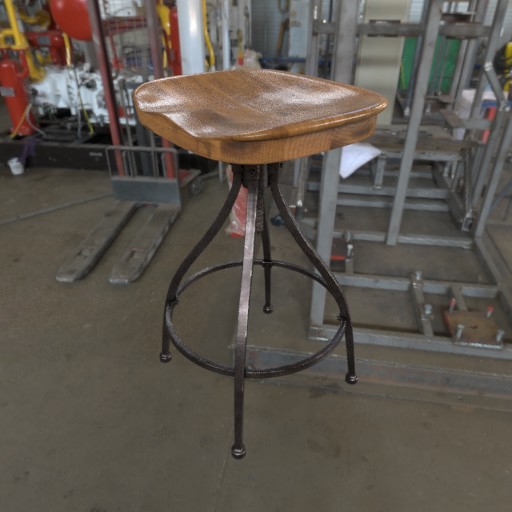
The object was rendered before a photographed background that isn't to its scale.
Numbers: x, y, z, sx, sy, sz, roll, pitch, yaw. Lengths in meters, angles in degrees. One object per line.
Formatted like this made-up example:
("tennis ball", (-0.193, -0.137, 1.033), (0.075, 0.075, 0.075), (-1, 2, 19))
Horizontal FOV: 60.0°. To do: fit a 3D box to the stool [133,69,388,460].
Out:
("stool", (0.000, 0.000, 0.968), (0.424, 0.694, 0.432), (-21, 38, -30))
